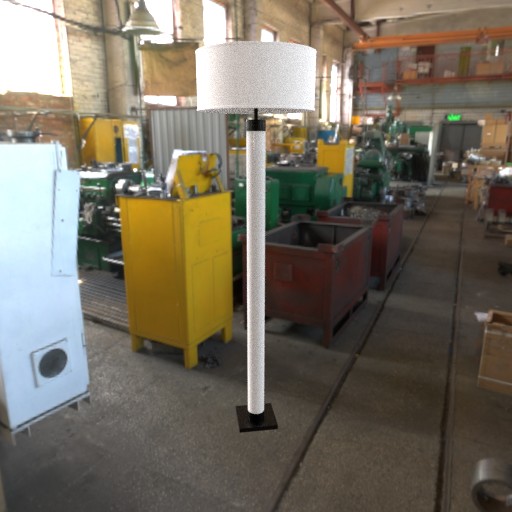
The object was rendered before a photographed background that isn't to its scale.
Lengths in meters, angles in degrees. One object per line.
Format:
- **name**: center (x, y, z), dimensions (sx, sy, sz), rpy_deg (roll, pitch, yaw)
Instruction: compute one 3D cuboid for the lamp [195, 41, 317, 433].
- **lamp**: center (0.000, 0.000, 1.729), dimensions (0.420, 1.475, 0.420), rpy_deg (-2, 15, -8)
